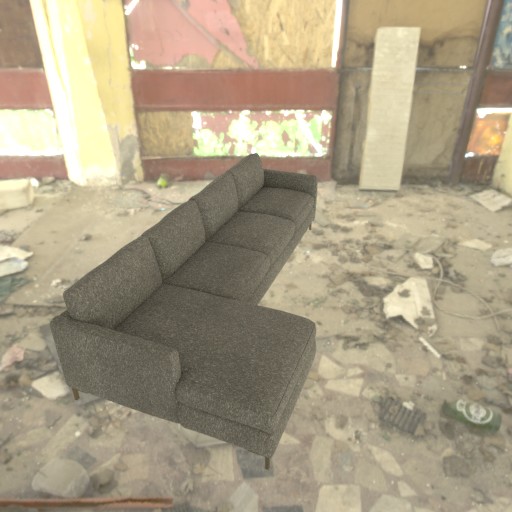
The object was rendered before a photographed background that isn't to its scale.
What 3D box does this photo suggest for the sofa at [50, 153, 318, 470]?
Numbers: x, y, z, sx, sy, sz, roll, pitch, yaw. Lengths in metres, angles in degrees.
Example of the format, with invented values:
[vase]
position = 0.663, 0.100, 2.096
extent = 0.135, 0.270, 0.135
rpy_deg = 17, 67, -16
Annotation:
[sofa]
position = 0.000, 0.000, 3.485
extent = 1.350, 0.810, 2.932
rpy_deg = 11, 31, 18
